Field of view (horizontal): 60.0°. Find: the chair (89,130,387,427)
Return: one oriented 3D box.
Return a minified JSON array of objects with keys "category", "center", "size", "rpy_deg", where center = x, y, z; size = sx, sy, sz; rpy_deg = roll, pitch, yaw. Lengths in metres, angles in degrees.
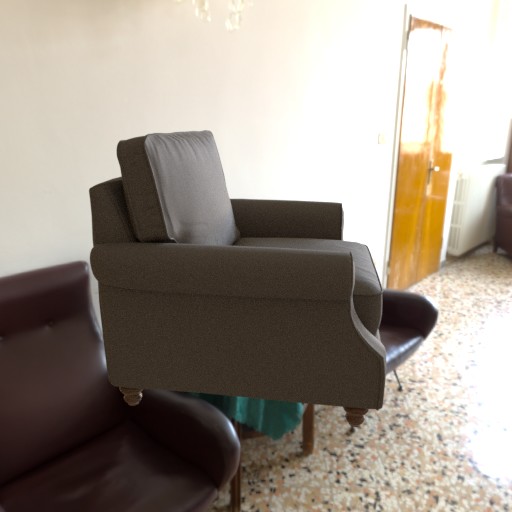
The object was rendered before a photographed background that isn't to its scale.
[{"category":"chair","center":[0.000,0.000,1.789],"size":[0.966,0.967,1.029],"rpy_deg":[2,17,8]}]
